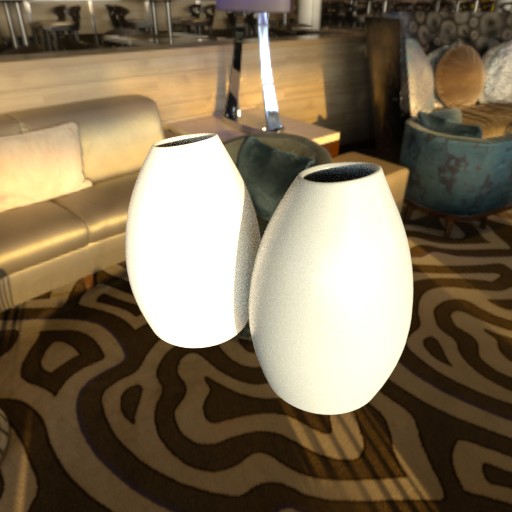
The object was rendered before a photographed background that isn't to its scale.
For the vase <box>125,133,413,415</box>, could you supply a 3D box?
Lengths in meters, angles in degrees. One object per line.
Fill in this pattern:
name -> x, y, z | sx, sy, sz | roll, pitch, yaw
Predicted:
vase -> 0.000, 0.000, 0.265 | 0.187, 0.131, 0.089 | 19, 35, 29
